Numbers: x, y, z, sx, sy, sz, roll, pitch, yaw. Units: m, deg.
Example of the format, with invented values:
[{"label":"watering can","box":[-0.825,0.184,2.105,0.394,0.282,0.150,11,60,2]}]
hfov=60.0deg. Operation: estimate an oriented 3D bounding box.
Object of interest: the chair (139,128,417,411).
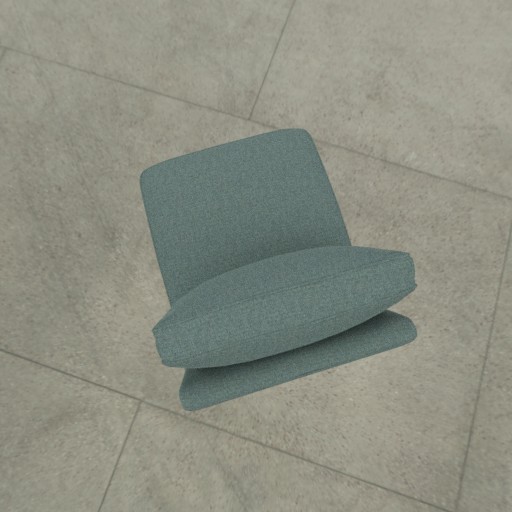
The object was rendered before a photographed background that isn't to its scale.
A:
[{"label":"chair","box":[0.000,0.000,1.454,0.624,0.901,0.796,-16,76,-4]}]
